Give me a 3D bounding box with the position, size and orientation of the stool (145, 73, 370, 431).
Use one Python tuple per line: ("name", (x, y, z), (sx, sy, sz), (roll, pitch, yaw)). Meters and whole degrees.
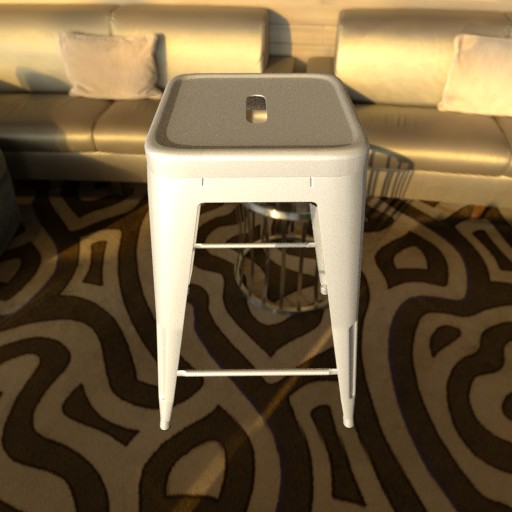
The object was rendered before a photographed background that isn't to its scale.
("stool", (0.000, 0.000, 0.876), (0.406, 0.610, 0.406), (0, 41, -1))
